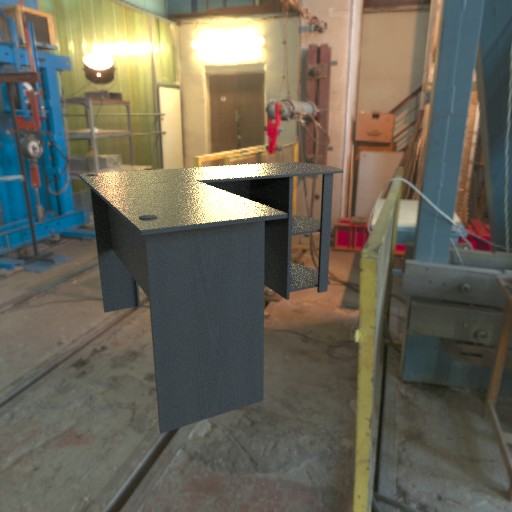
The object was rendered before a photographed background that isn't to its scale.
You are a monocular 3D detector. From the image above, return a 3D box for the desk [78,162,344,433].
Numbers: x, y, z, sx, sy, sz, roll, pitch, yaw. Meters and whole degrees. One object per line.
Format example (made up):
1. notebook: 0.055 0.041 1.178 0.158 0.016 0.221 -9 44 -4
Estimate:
1. desk: 0.000 0.000 2.116 1.361 0.716 1.303 -9 20 -26
